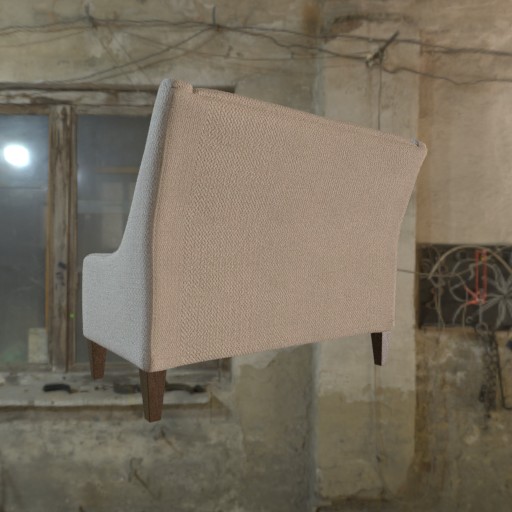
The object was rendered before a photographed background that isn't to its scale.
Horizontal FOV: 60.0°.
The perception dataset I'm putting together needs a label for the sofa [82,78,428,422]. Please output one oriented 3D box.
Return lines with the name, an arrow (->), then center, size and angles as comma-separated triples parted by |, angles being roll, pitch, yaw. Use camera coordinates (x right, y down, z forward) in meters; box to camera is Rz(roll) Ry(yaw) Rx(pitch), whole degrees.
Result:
sofa -> 0.000, 0.000, 1.904 | 1.242, 1.022, 0.870 | -1, 1, -36
